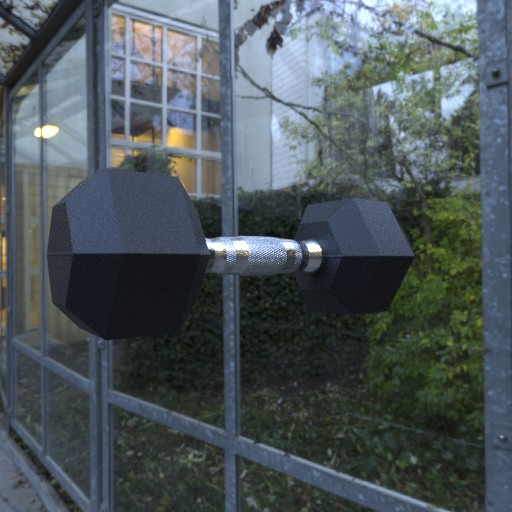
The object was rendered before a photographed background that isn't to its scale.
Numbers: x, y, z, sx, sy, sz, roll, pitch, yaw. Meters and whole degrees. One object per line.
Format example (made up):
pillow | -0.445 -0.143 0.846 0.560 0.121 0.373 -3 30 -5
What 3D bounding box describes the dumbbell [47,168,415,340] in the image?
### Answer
dumbbell | 0.000 0.000 0.326 0.272 0.092 0.106 0 -1 -36
